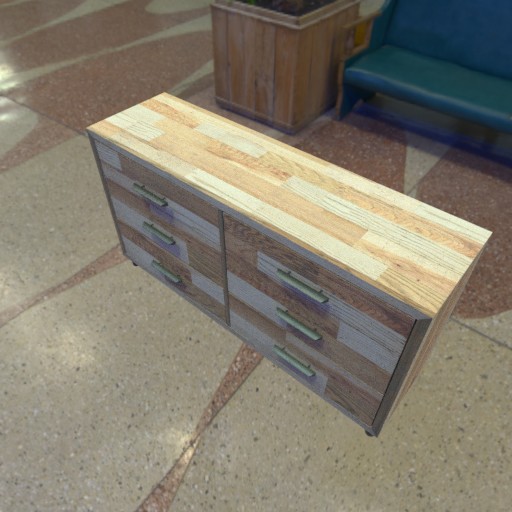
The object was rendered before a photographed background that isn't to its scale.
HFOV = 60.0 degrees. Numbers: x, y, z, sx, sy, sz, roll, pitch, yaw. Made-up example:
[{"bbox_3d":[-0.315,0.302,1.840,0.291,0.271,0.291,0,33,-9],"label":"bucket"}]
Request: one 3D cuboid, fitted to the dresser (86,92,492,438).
[{"bbox_3d":[0.000,0.000,1.917,1.547,0.834,0.487,31,53,27],"label":"dresser"}]
